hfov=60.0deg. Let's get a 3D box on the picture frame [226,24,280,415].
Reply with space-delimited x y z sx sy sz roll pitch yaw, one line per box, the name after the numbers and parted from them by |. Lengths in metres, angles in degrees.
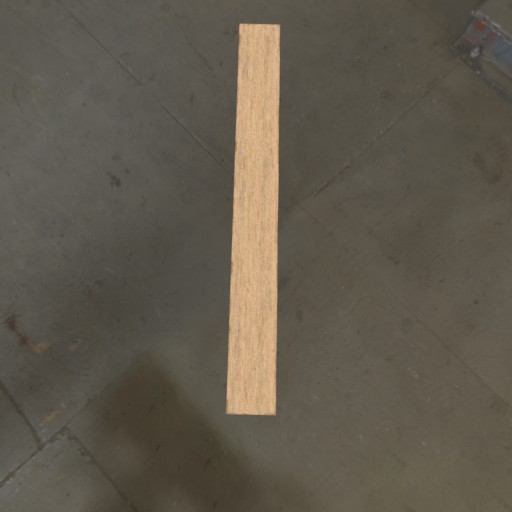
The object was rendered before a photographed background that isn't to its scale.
0.000 0.000 0.713 0.046 0.526 0.421 1 77 0 | picture frame
